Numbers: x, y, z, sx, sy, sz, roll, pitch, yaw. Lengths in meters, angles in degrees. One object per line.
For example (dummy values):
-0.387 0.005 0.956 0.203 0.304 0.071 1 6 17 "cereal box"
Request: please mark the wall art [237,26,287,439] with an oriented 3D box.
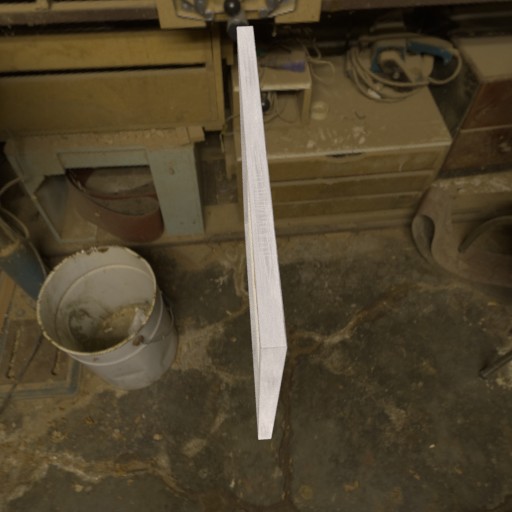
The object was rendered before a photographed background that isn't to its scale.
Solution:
0.000 0.000 0.452 0.015 0.303 0.303 -3 59 -2 "wall art"
